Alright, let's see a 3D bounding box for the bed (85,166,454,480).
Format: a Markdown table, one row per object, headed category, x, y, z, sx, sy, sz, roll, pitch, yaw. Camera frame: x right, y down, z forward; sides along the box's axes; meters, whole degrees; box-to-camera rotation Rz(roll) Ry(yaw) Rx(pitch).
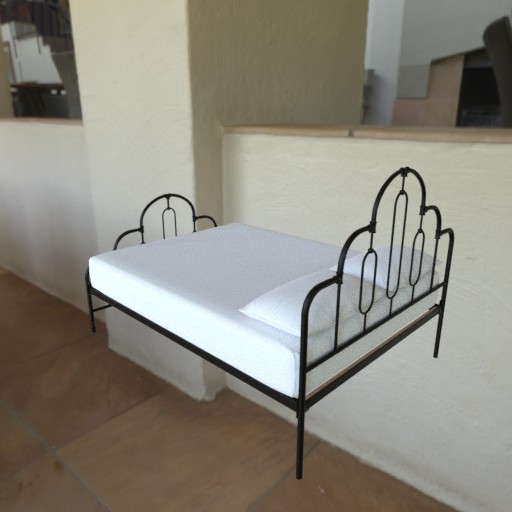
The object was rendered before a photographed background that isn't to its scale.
| category | x | y | z | sx | sy | sz | roll | pitch | yaw |
| --- | --- | --- | --- | --- | --- | --- | --- | --- | --- |
| bed | 0.000 | 0.000 | 3.216 | 2.181 | 1.444 | 1.626 | 17 | 24 | 42 |
